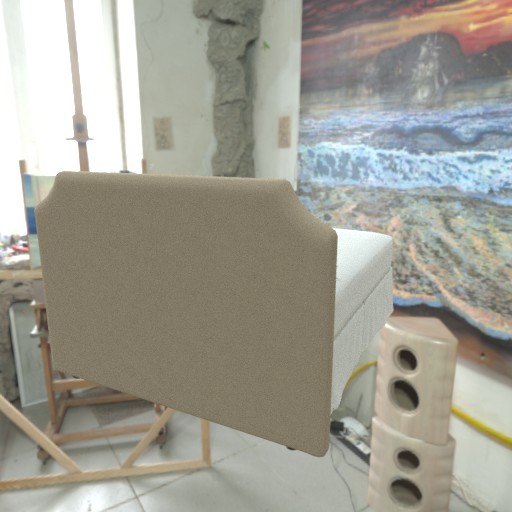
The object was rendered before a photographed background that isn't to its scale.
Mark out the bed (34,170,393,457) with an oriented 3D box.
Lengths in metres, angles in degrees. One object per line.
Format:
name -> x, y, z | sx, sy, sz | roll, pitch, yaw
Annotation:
bed -> 0.000, 0.000, 3.229 | 1.828, 1.301, 2.204 | 7, 16, 26
